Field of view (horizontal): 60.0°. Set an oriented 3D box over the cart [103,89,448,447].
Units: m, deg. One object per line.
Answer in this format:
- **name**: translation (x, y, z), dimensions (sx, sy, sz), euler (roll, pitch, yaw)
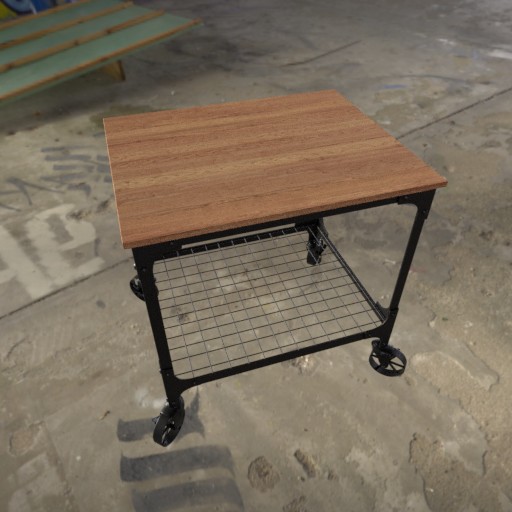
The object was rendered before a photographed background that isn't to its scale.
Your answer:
- **cart**: translation (0.000, 0.000, 1.118), dimensions (0.666, 0.603, 0.558), euler (-12, 42, -14)
